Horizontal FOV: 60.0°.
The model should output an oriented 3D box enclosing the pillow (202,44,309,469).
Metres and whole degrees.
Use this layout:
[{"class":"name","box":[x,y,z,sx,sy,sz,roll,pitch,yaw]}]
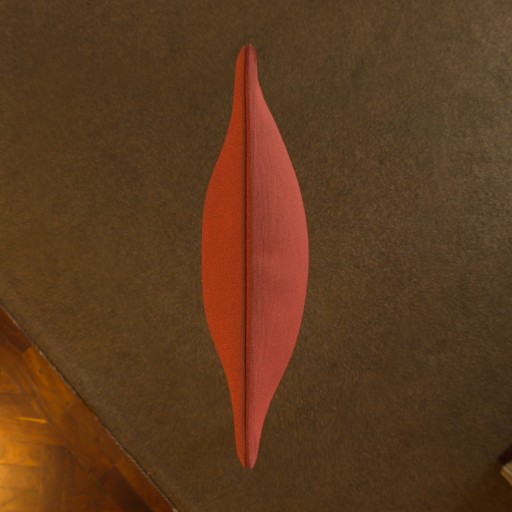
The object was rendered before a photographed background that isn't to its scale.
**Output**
[{"class":"pillow","box":[0.000,0.000,0.651,0.151,0.416,0.435,0,90,1]}]
